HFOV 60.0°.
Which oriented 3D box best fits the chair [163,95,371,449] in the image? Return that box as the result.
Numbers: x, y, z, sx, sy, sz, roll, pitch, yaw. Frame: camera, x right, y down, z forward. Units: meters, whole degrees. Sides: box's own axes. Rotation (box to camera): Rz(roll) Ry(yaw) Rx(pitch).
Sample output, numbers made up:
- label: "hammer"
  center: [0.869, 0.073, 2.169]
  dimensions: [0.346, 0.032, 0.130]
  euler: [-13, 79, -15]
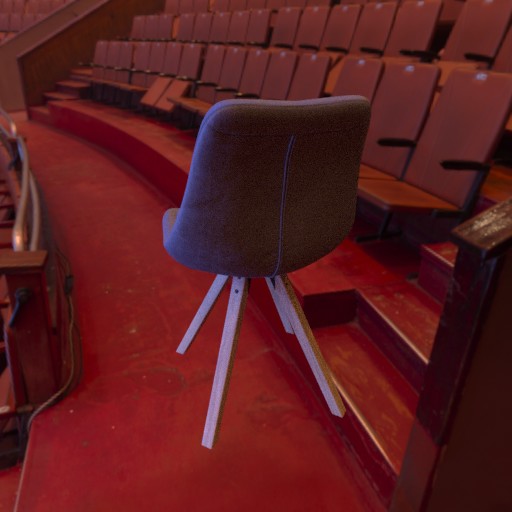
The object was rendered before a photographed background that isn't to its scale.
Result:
- label: "chair"
  center: [0.000, 0.000, 1.200]
  dimensions: [0.483, 0.865, 0.547]
  euler: [-7, 27, -15]
